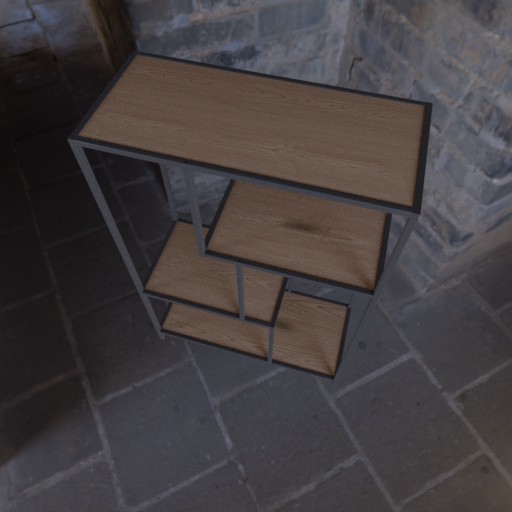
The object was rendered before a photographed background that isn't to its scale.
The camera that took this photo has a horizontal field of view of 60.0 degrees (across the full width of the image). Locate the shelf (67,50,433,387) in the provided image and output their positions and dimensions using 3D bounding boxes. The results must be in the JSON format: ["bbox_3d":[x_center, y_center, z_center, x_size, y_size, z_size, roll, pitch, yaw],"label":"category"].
[{"bbox_3d":[0.000,0.000,1.492,0.770,1.138,0.350,14,58,9],"label":"shelf"}]
